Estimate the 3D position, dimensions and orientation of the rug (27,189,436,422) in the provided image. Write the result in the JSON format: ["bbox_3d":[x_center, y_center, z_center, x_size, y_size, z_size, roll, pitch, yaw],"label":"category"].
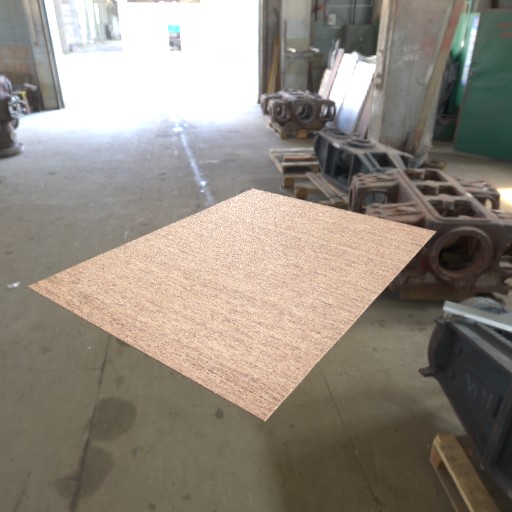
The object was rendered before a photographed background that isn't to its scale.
[{"bbox_3d":[0.000,0.000,4.243,2.448,0.013,3.205,18,32,32],"label":"rug"}]
